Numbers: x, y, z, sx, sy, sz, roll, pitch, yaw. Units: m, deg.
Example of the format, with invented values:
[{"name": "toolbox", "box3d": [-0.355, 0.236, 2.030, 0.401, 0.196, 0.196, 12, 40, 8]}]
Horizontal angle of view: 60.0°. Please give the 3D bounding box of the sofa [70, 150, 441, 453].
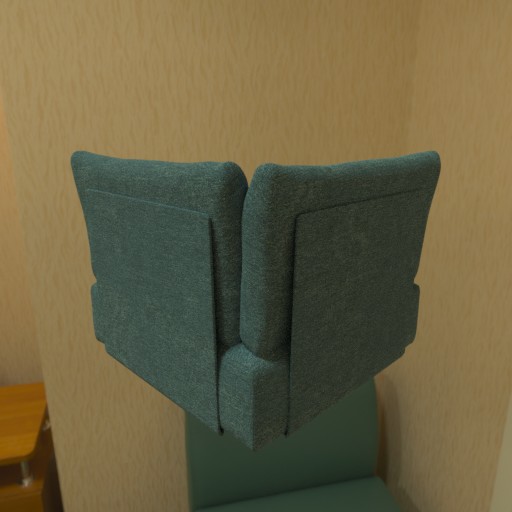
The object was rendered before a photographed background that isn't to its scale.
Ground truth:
[{"name": "sofa", "box3d": [0.000, 0.000, 1.753, 1.000, 0.820, 1.000, -15, 22, -42]}]
